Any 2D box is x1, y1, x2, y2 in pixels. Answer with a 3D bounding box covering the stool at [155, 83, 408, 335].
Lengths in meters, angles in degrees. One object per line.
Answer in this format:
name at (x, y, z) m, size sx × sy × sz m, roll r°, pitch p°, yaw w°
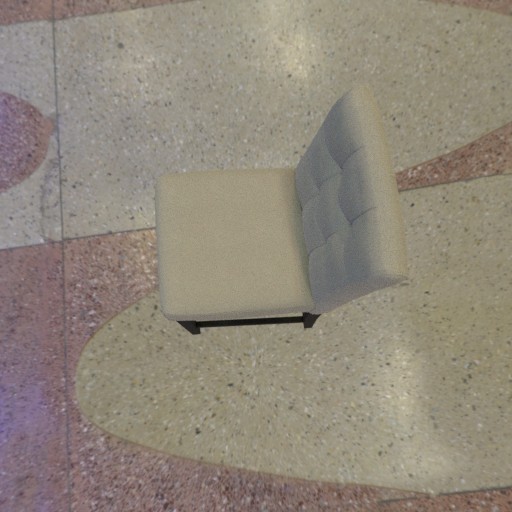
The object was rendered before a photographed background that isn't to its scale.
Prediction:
stool at (0.000, 0.000, 1.330) m, size 0.548 × 1.047 × 0.411 m, roll -6°, pitch 76°, yaw -1°
